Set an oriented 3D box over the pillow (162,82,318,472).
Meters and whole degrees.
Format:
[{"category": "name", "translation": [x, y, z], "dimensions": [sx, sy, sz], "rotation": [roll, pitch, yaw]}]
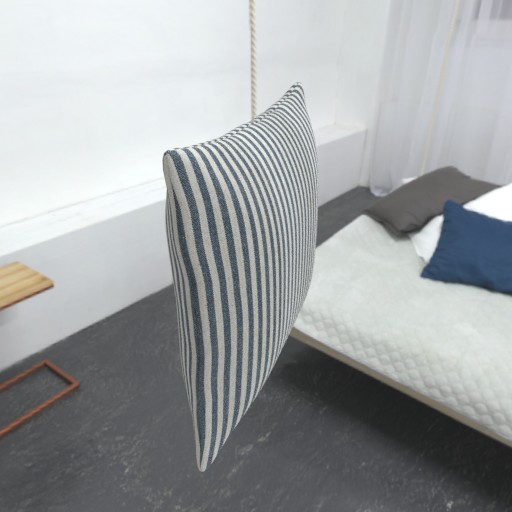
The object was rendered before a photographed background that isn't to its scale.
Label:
[{"category": "pillow", "translation": [0.000, 0.000, 0.784], "dimensions": [0.166, 0.510, 0.523], "rotation": [10, 31, 18]}]
